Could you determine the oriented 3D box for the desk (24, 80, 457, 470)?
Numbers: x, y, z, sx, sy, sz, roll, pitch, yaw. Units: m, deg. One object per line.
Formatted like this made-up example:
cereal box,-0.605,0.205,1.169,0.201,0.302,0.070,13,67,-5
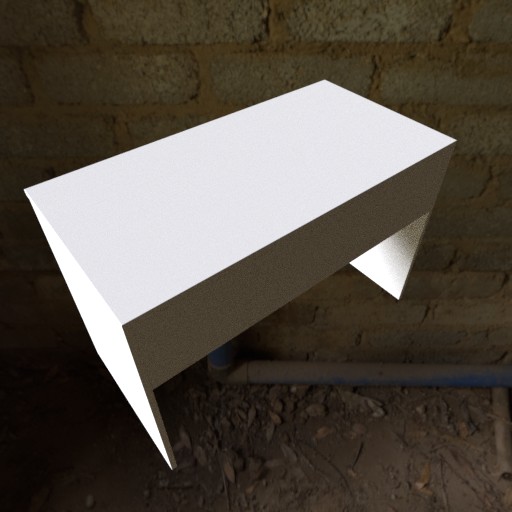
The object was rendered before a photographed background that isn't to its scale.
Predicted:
desk,0.000,0.000,1.498,1.100,0.730,0.560,-29,51,-26
